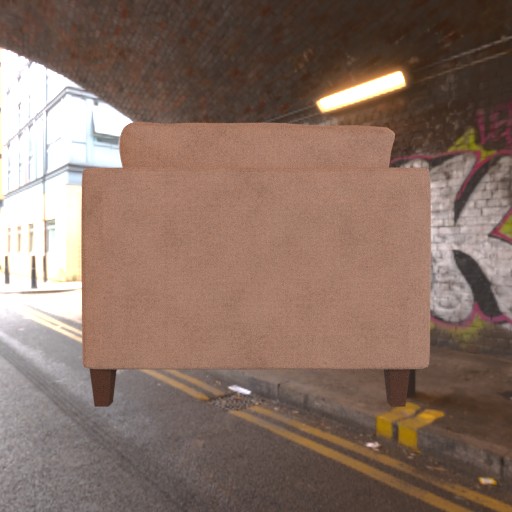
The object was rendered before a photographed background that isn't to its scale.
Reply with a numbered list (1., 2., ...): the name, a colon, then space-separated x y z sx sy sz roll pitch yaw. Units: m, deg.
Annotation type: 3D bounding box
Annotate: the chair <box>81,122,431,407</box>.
1. chair: 0.000 0.000 1.858 1.133 0.961 0.959 0 1 0
